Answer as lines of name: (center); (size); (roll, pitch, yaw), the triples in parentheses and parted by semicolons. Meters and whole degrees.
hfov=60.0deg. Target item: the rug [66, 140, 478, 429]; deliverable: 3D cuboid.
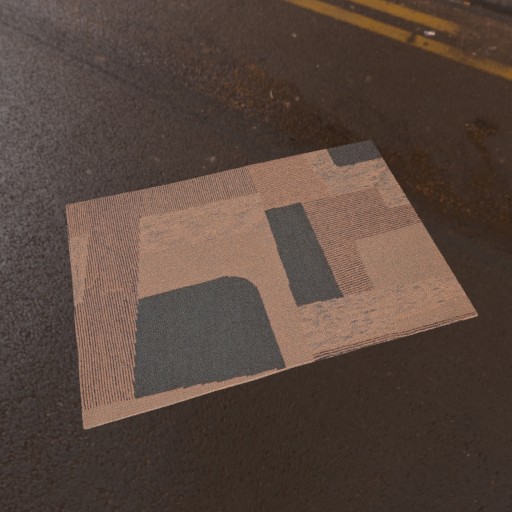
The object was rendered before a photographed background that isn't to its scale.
rug: (0.000, 0.000, 2.291); (1.847, 0.020, 1.238); (-14, 59, -9)
